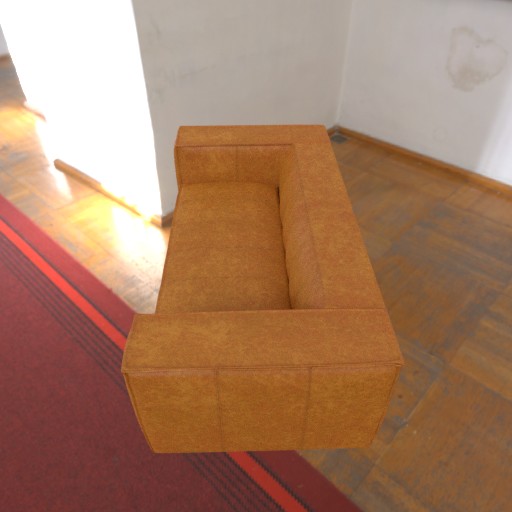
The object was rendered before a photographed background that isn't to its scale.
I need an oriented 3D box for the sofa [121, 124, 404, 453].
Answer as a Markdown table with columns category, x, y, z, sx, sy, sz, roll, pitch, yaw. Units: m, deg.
| category | x | y | z | sx | sy | sz | roll | pitch | yaw |
| --- | --- | --- | --- | --- | --- | --- | --- | --- | --- |
| sofa | 0.000 | 0.000 | 2.591 | 1.102 | 0.703 | 2.088 | -1 | 41 | -1 |
